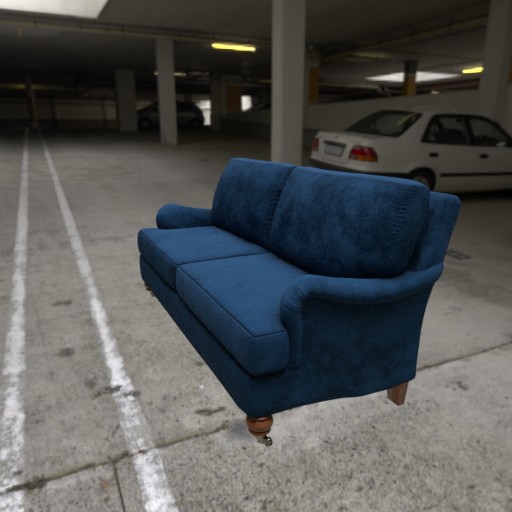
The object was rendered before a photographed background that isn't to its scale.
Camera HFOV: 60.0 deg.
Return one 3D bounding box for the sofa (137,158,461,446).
[{"bbox_3d":[0.000,0.000,2.770,1.084,1.101,2.141,-8,17,-25],"label":"sofa"}]
